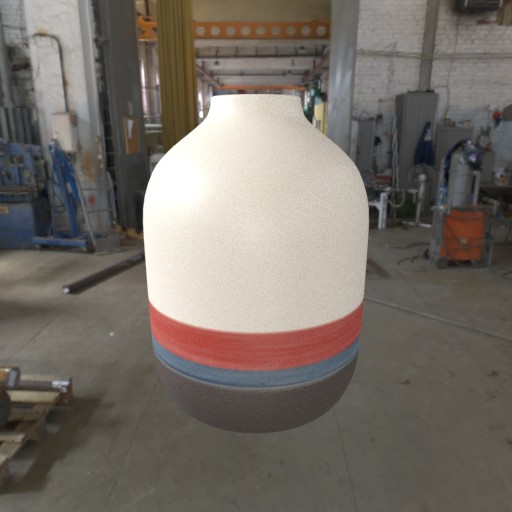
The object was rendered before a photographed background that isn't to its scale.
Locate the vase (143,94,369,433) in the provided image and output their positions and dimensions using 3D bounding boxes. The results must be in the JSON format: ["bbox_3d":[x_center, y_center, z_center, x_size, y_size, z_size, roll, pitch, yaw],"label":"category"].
[{"bbox_3d":[0.000,0.000,0.350,0.169,0.237,0.169,0,17,0],"label":"vase"}]
